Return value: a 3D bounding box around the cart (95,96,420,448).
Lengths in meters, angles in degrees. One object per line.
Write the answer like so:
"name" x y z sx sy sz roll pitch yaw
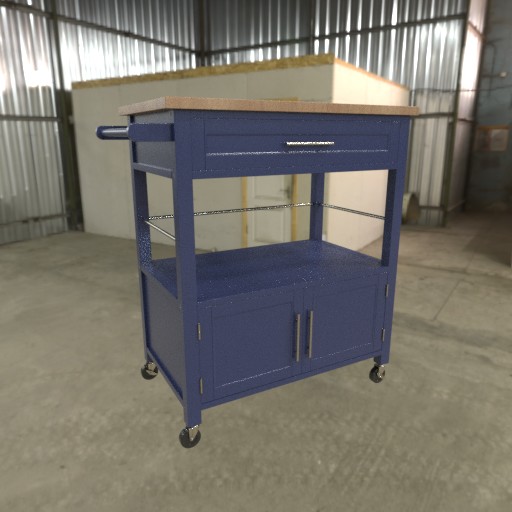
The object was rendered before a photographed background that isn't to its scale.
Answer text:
"cart" 0.000 0.000 1.408 0.840 0.901 0.459 -8 17 -28
